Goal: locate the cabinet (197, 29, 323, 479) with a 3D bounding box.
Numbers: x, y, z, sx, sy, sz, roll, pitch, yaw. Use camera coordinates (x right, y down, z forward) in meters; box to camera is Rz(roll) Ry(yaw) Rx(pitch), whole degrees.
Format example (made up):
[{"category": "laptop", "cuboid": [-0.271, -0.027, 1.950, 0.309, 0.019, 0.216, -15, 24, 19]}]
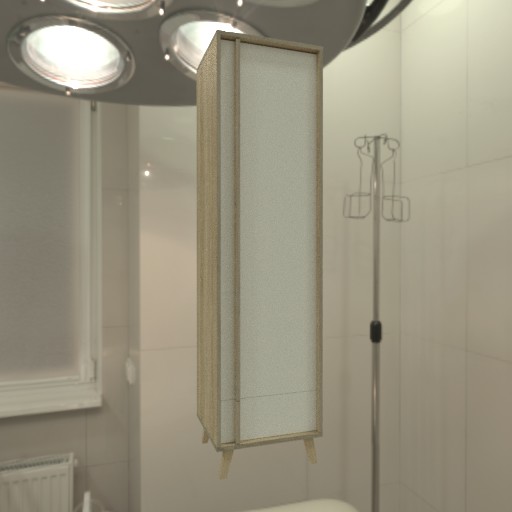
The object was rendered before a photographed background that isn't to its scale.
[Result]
[{"category": "cabinet", "cuboid": [0.000, 0.000, 2.212, 0.510, 1.960, 0.450, 0, 0, -19]}]
